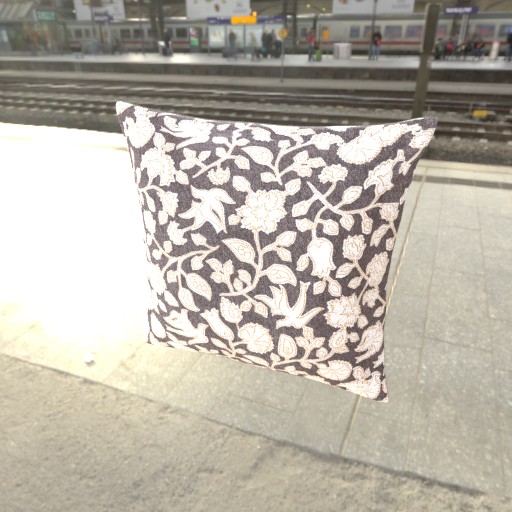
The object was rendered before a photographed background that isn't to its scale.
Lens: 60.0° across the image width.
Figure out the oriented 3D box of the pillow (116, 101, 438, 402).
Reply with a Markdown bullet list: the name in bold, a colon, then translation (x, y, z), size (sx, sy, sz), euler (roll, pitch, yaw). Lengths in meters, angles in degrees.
- **pillow**: translation (0.000, 0.000, 0.793), size (0.526, 0.507, 0.166), euler (9, 28, 18)
